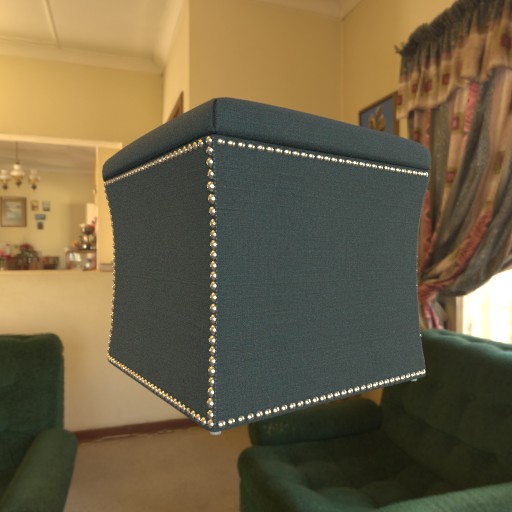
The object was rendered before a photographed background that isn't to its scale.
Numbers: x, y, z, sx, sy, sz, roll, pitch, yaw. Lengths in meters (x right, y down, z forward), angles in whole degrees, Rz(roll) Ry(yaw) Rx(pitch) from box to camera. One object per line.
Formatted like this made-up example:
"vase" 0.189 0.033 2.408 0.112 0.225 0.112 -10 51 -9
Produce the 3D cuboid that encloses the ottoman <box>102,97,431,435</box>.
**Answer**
"ottoman" 0.000 0.000 0.899 0.497 0.475 0.507 0 1 -35
